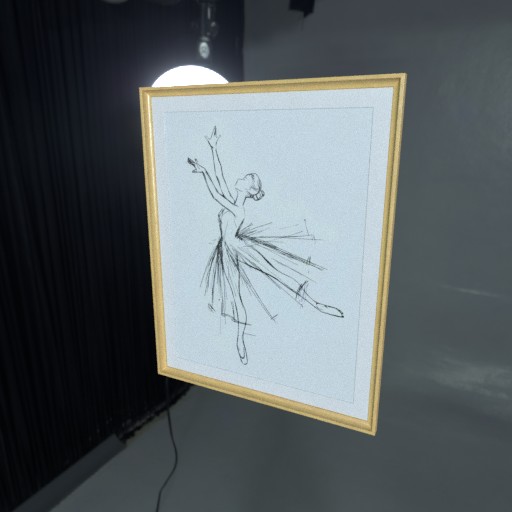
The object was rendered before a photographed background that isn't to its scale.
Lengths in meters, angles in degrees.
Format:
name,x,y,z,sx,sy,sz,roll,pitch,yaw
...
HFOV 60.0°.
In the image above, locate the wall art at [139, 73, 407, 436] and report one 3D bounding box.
name,x,y,z,sx,sy,sz,roll,pitch,yaw
wall art,0.000,0.000,1.362,0.798,1.002,0.030,8,17,25
